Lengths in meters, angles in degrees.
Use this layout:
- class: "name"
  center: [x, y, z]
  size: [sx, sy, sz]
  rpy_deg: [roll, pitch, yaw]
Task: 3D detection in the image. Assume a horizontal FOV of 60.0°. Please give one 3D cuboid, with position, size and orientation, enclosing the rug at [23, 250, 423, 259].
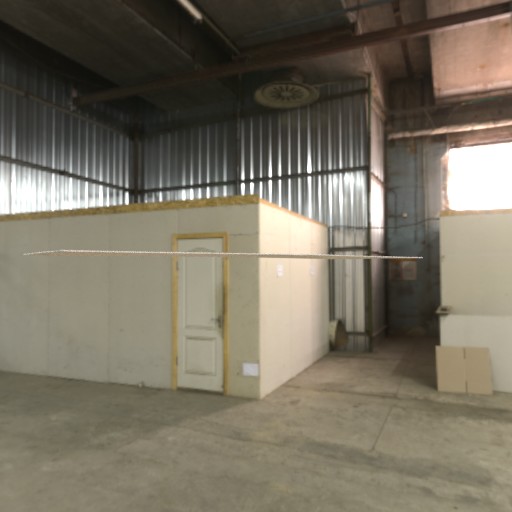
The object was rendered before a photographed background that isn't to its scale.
- class: "rug"
  center: [0.000, 0.000, 2.607]
  size: [2.346, 0.013, 0.712]
  rpy_deg: [1, -2, -38]
